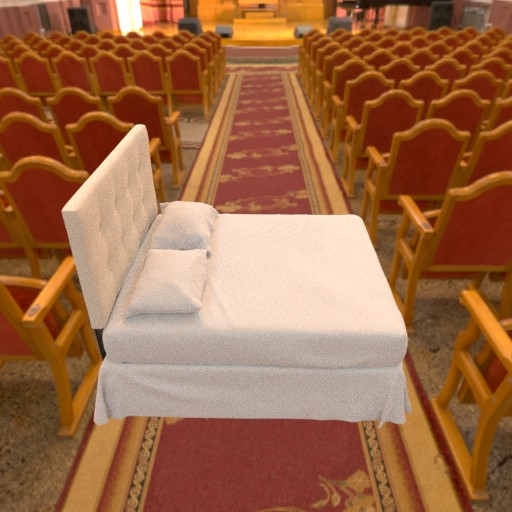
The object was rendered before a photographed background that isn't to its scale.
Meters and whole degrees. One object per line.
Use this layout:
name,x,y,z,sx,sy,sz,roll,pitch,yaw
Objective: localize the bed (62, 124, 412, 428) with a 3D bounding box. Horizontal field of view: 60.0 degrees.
bed,0.000,0.000,3.433,2.222,1.577,1.936,1,32,1
